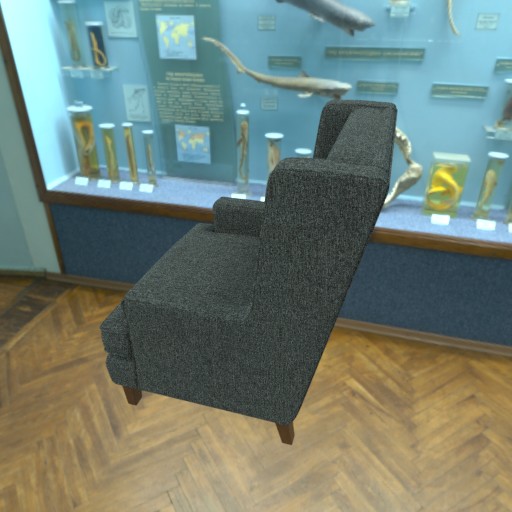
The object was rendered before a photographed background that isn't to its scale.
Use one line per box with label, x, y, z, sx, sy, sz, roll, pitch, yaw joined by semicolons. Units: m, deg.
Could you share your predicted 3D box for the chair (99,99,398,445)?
chair;0.000;0.000;1.790;0.927;1.082;0.942;8;31;14
